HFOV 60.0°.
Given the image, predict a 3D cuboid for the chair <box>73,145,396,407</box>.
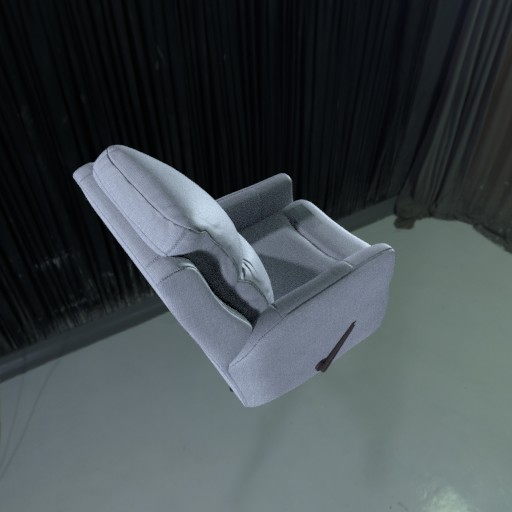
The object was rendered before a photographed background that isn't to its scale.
[{"bbox_3d":[0.000,0.000,1.831,1.080,1.030,0.829,-25,47,-26],"label":"chair"}]
